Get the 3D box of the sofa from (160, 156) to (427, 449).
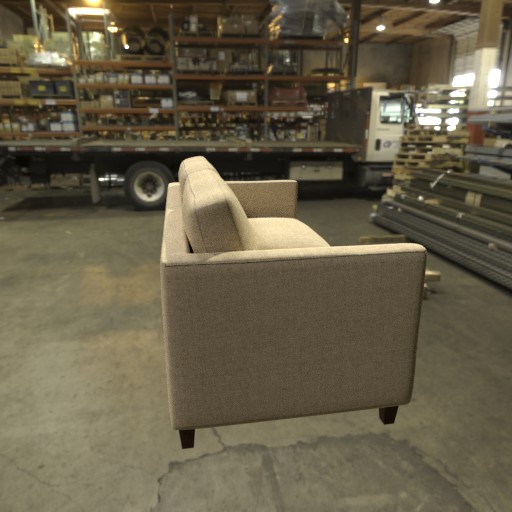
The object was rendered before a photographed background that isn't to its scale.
[{"bbox_3d":[0.000,0.000,2.407,0.950,0.963,1.884,-3,17,-9],"label":"sofa"}]
